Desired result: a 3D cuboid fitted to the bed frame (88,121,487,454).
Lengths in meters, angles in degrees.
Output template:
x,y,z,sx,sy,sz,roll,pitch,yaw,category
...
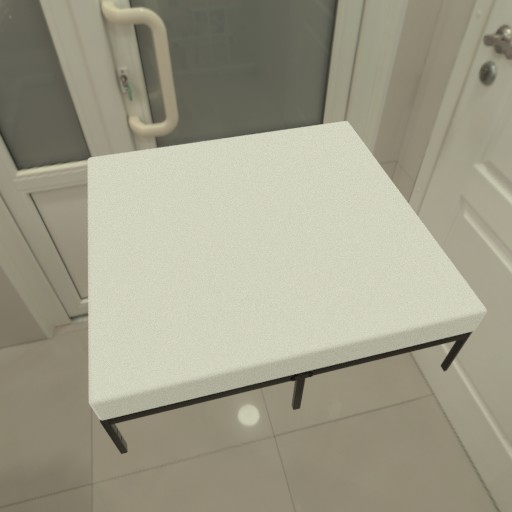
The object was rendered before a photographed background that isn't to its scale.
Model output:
x,y,z,sx,sy,sz,roll,pitch,yaw,category
0.000,0.000,3.049,2.079,0.659,1.963,-11,49,-10,bed frame
